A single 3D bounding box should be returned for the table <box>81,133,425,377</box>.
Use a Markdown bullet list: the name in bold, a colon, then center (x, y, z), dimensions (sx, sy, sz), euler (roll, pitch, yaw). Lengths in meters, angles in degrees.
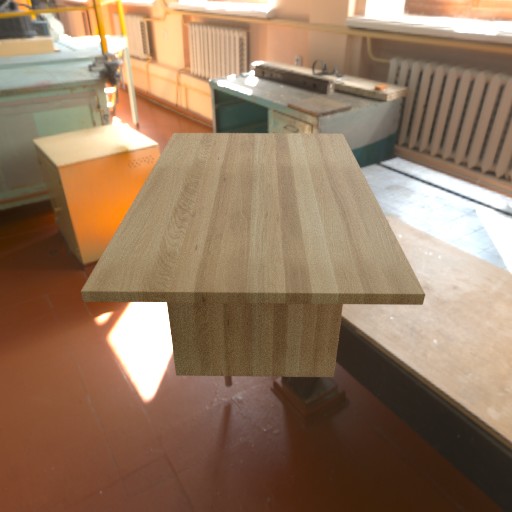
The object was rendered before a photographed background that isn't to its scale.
- **table**: center (0.000, 0.000, 1.499), dimensions (0.700, 0.510, 1.100), euler (0, 32, 1)
